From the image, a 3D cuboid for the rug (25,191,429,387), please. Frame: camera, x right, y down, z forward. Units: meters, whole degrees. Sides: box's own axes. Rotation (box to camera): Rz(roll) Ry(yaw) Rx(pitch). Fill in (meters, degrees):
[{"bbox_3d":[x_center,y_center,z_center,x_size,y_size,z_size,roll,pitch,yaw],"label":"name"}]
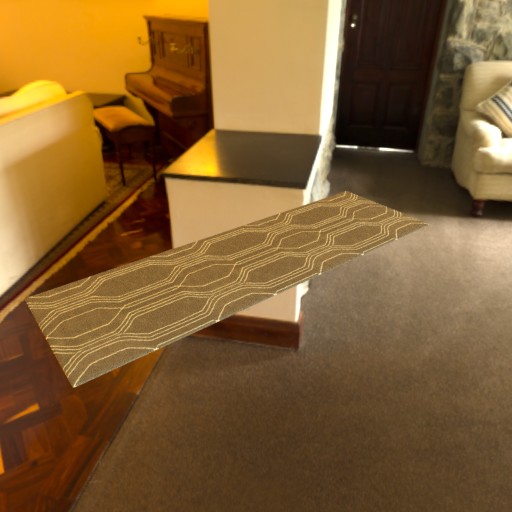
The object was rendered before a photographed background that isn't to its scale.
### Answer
[{"bbox_3d":[0.000,0.000,2.705,2.464,0.012,0.773,-21,36,-32],"label":"rug"}]
